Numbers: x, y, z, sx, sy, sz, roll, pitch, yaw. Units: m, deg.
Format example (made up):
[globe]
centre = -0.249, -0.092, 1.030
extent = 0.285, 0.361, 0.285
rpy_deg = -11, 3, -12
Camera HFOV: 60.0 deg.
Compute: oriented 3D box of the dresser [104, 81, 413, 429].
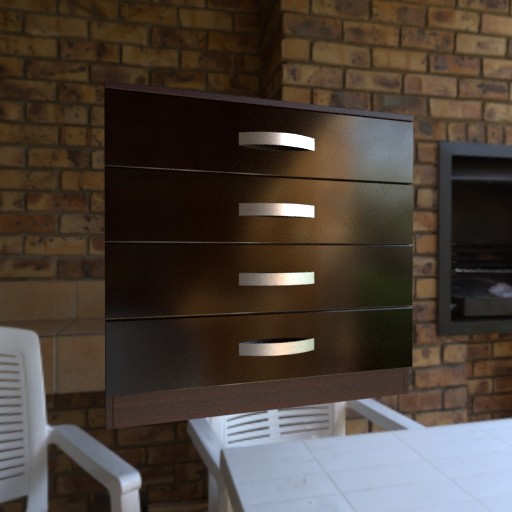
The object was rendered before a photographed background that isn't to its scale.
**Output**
[dresser]
centre = 0.000, 0.000, 1.167
extent = 0.750, 0.720, 0.360
rpy_deg = 0, 1, -18
